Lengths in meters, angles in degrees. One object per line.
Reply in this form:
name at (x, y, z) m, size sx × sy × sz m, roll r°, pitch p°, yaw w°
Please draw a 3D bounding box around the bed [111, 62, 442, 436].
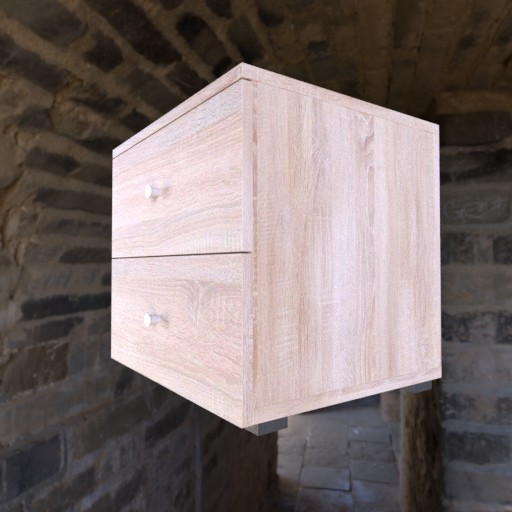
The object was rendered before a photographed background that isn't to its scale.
bed at (0.000, 0.000, 0.783) m, size 0.401 × 0.420 × 0.460 m, roll 1°, pitch -2°, yaw -35°
